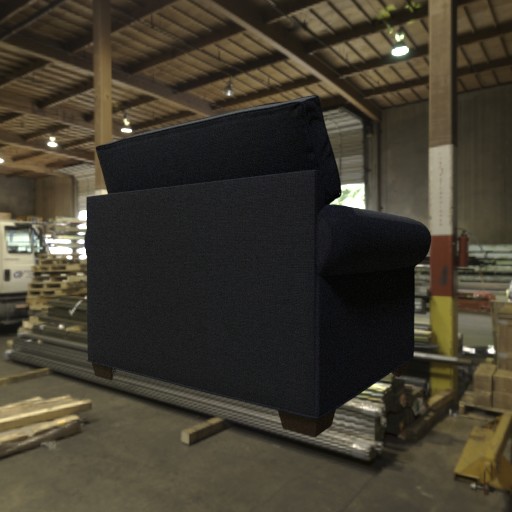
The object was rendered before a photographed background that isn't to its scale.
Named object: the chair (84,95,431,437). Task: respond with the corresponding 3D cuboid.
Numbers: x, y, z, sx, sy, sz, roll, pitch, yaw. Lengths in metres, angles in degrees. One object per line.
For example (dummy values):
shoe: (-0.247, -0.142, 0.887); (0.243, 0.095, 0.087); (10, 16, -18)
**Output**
chair: (0.000, 0.000, 1.972); (1.285, 1.044, 0.963); (1, 1, 36)
